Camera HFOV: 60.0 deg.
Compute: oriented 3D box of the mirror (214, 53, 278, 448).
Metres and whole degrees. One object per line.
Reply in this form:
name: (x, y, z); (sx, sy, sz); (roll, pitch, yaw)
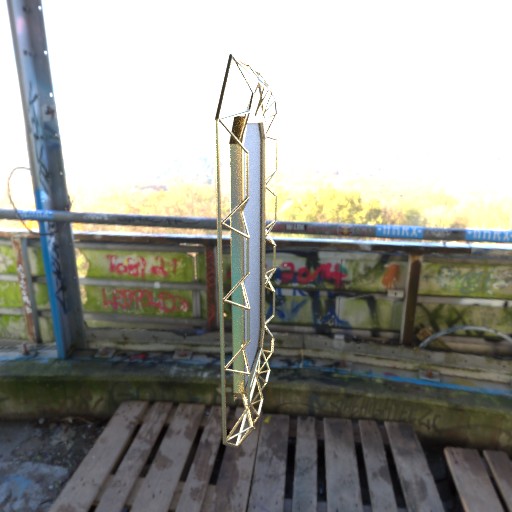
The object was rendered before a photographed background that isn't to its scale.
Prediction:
mirror: (0.000, 0.000, 1.082); (0.051, 0.870, 0.572); (3, 18, 9)
